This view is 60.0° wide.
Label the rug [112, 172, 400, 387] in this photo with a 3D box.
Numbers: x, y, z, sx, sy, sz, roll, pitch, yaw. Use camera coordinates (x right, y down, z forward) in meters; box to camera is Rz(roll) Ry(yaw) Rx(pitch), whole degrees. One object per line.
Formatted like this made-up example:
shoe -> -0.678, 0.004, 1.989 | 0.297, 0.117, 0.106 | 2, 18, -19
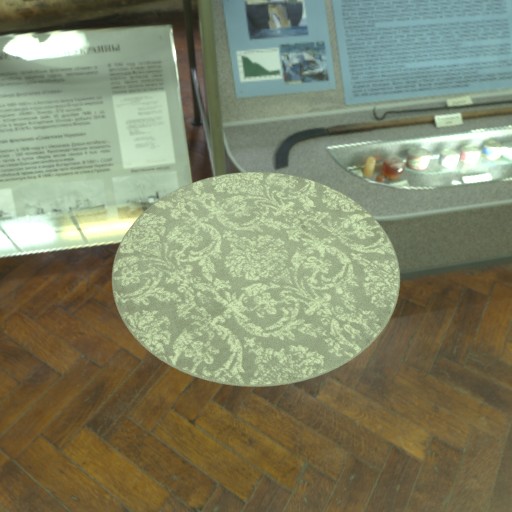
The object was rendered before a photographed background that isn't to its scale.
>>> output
rug -> 0.000, 0.000, 2.510 | 1.593, 0.012, 1.593 | 0, 47, 0
